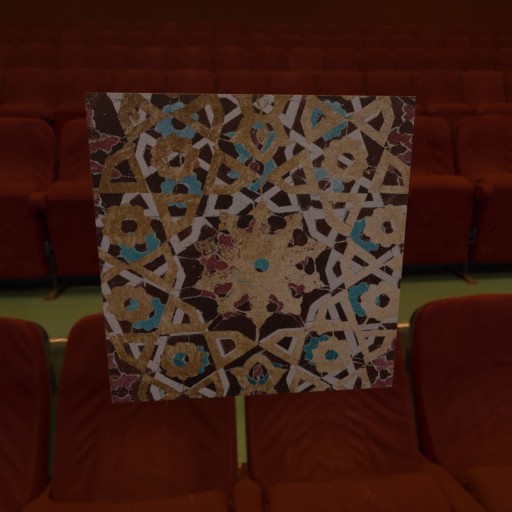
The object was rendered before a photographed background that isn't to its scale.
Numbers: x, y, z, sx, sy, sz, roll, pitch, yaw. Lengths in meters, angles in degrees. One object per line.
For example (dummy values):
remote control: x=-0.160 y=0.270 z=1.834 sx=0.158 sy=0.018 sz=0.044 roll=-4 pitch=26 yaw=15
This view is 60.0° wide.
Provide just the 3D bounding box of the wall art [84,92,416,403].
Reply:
wall art: x=0.000 y=0.000 z=1.112 sx=0.757 sy=0.762 sz=0.028 roll=-1 pitch=14 yaw=-6
